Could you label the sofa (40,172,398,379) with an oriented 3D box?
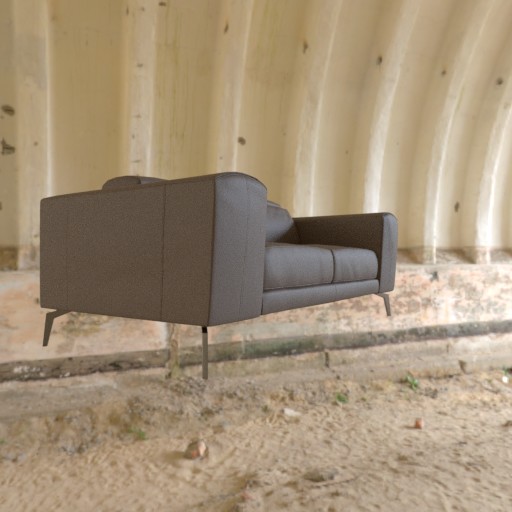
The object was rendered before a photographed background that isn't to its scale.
[{"bbox_3d":[0.000,0.000,2.390,1.003,0.779,1.895,0,0,34],"label":"sofa"}]
